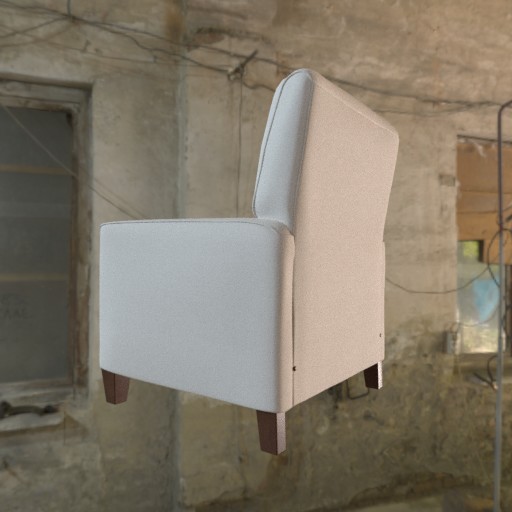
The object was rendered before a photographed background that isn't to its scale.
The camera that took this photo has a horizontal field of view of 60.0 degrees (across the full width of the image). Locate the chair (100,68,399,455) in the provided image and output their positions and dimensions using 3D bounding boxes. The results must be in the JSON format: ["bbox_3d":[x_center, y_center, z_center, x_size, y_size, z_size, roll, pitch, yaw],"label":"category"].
[{"bbox_3d":[0.000,0.000,1.637,0.858,1.028,0.841,0,0,36],"label":"chair"}]
